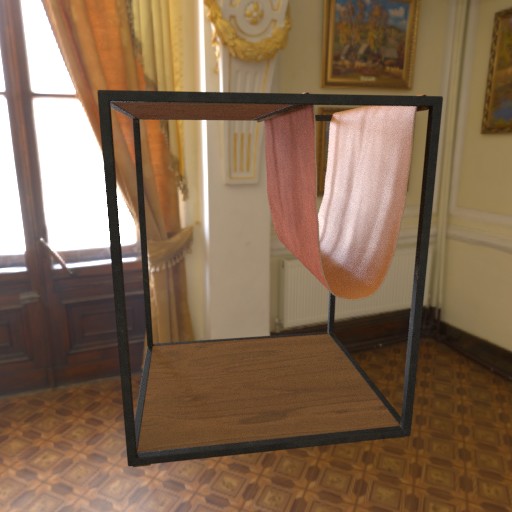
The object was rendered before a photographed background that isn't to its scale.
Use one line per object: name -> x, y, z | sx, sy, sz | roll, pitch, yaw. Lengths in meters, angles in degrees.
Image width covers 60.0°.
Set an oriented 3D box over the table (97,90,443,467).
table -> 0.000, 0.000, 0.821 | 0.450, 0.536, 0.399 | -2, 14, -9
